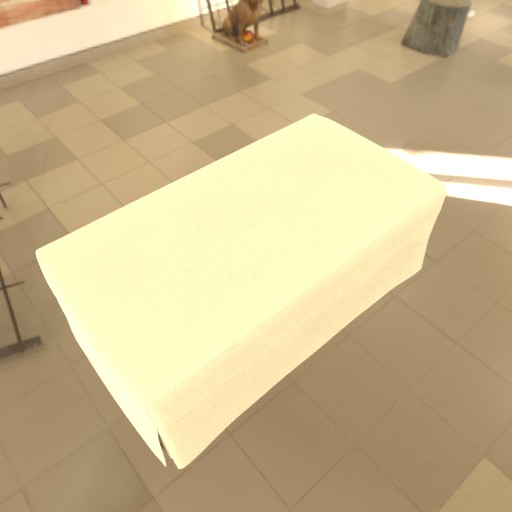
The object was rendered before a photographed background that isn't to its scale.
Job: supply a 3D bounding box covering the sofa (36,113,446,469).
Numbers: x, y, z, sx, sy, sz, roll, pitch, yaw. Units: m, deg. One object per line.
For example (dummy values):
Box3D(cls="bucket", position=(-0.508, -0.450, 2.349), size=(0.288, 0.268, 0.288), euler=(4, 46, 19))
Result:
Box3D(cls="sofa", position=(0.000, 0.000, 2.087), size=(1.677, 0.552, 0.939), euler=(-33, 56, -26))
